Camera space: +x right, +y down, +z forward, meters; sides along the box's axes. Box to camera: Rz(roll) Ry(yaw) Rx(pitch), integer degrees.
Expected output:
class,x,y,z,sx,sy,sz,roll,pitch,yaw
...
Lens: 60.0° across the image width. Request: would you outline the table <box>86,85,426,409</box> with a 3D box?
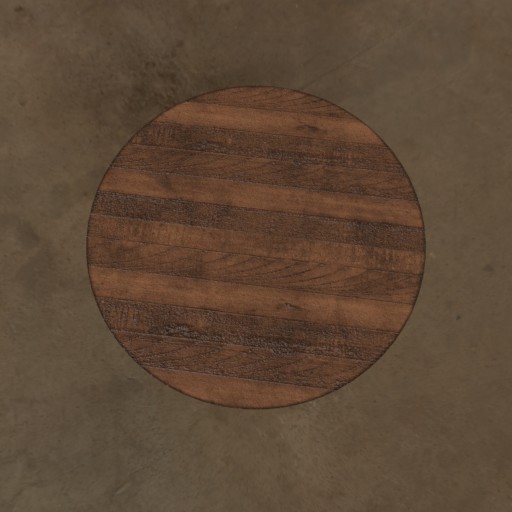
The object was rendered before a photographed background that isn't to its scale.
class,x,y,z,sx,sy,sz,roll,pitch,yaw
table,0.000,0.000,1.319,0.837,0.462,0.837,0,74,0
